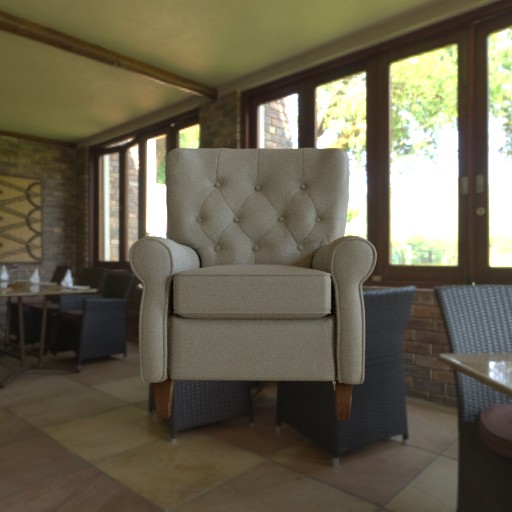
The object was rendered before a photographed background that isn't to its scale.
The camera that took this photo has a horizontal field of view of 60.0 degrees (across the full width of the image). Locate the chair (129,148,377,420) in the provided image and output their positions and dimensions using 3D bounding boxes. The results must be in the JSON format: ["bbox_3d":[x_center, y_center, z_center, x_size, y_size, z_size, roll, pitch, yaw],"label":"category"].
[{"bbox_3d":[0.000,0.000,2.003,0.943,1.158,1.059,0,0,2],"label":"chair"}]
